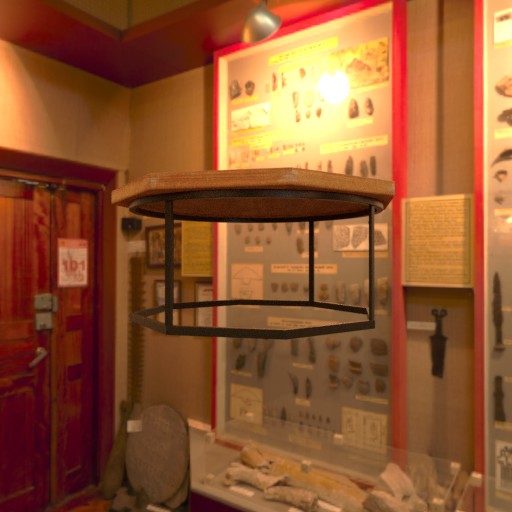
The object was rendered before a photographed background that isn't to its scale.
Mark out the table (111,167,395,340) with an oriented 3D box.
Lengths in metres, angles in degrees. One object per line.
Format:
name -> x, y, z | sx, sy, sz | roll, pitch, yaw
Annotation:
table -> 0.000, 0.000, 1.601 | 1.002, 0.444, 1.002 | 0, 0, 0
